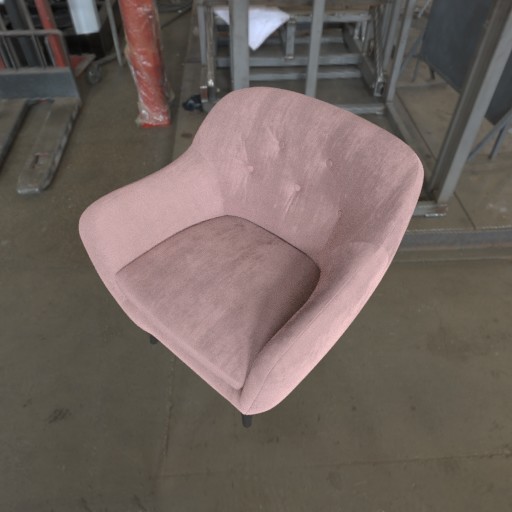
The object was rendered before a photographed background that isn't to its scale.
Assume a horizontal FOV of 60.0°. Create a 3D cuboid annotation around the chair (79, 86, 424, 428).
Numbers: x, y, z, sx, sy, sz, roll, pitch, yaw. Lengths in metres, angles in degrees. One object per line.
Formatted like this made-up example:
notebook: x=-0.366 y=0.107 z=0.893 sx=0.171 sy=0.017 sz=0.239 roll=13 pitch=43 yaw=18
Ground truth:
chair: x=0.000 y=0.000 z=1.530 sx=0.840 sy=0.820 sz=0.820 roll=33 pitch=55 yaw=27
